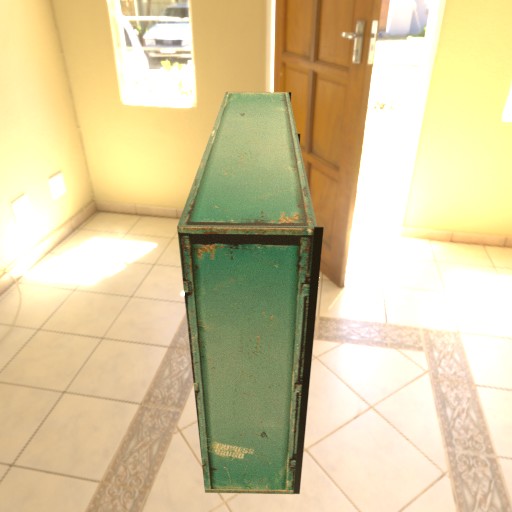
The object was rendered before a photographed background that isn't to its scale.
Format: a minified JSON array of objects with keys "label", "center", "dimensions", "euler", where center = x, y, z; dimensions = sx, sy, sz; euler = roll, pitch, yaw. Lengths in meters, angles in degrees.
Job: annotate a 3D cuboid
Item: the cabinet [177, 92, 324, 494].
[{"label":"cabinet","center":[0.000,0.000,3.896],"dimensions":[0.680,2.160,3.001],"euler":[1,32,1]}]
